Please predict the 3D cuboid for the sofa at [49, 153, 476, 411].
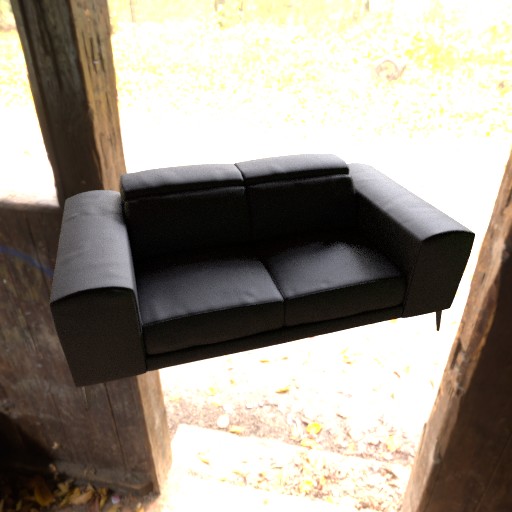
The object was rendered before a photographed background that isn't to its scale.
[{"bbox_3d":[0.000,0.000,2.354,1.895,0.779,1.003,-9,32,-14],"label":"sofa"}]
